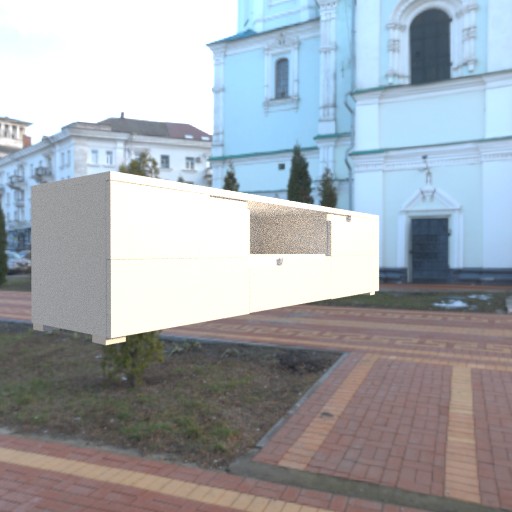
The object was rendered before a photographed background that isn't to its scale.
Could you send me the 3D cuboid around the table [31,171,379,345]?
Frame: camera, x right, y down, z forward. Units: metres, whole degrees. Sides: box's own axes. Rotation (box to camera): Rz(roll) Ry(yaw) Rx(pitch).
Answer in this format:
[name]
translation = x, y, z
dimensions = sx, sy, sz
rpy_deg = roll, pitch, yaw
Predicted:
[table]
translation = 0.000, 0.000, 1.832
dimensions = 0.390, 0.420, 1.650
rpy_deg = 0, 1, 38
